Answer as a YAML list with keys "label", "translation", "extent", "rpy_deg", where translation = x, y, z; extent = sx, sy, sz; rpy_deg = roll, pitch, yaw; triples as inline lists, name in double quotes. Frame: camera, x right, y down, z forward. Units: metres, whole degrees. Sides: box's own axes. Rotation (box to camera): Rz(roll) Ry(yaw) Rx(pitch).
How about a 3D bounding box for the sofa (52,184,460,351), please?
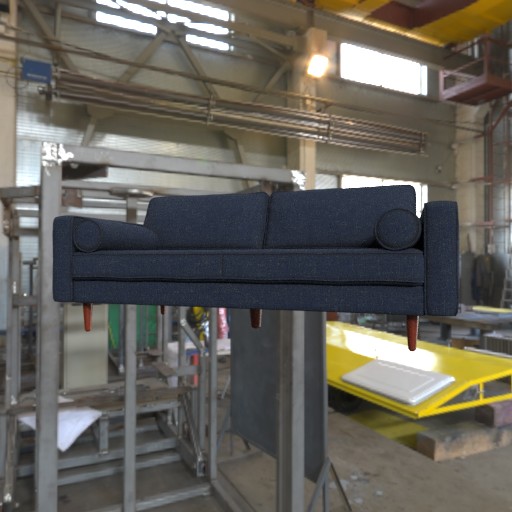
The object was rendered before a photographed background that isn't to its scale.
- label: "sofa"
  translation: [0.000, 0.000, 2.337]
  extent: [1.880, 0.762, 0.914]
  rpy_deg: [0, -1, 18]
